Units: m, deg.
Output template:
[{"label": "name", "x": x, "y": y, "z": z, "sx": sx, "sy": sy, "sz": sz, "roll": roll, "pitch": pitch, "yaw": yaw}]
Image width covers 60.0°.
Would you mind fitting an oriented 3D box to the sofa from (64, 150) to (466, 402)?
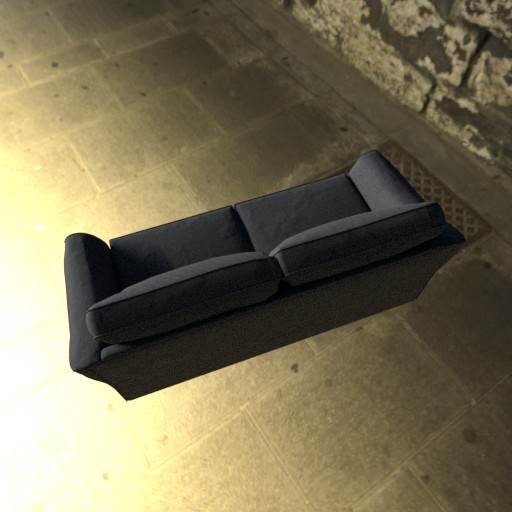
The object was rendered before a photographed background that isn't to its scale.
[{"label": "sofa", "x": 0.000, "y": 0.000, "z": 2.805, "sx": 2.270, "sy": 0.950, "sz": 0.971, "roll": -17, "pitch": 60, "yaw": -10}]
